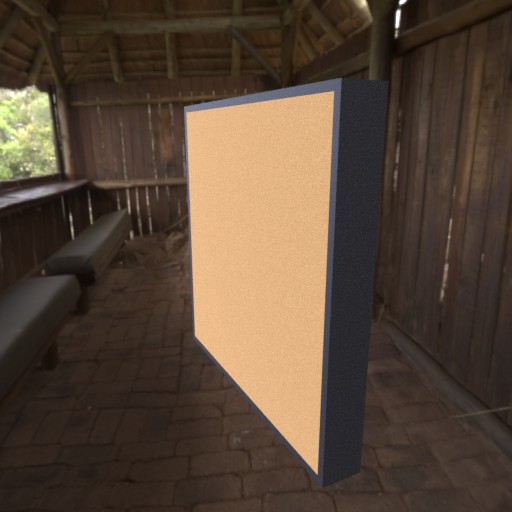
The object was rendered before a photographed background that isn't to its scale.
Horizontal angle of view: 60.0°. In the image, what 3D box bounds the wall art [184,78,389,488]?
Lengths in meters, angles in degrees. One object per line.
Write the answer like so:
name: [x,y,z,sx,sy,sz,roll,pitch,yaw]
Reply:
wall art: [0.000,0.000,0.450,0.038,0.304,0.304,-8,17,-26]
